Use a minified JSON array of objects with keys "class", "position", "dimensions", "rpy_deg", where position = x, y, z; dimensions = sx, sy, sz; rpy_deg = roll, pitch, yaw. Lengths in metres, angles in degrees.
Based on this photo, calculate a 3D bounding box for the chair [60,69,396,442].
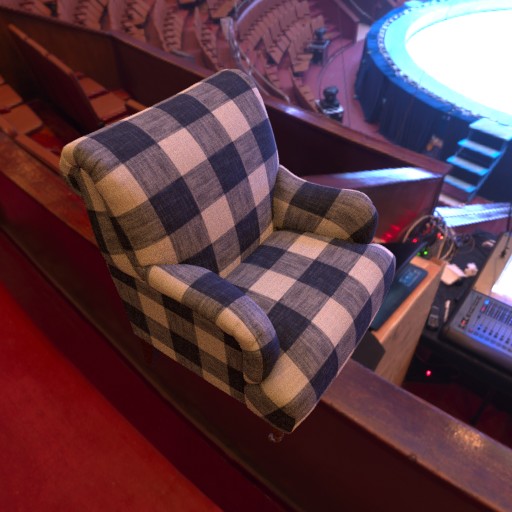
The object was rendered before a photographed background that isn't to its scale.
[{"class":"chair","position":[0.000,0.000,1.546],"dimensions":[0.848,0.953,0.781],"rpy_deg":[25,47,25]}]
